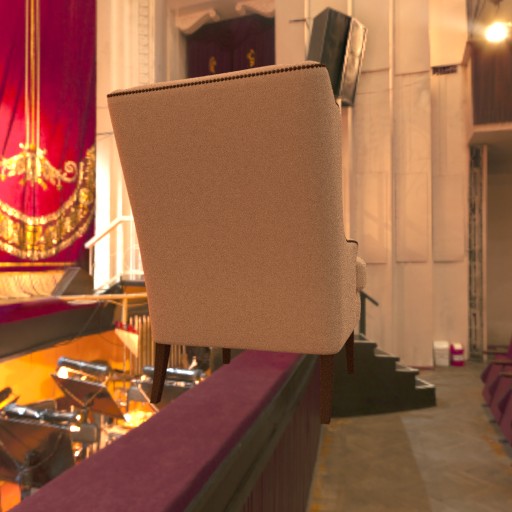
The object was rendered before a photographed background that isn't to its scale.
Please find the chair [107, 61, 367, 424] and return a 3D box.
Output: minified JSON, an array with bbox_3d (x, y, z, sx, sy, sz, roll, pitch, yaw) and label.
[{"bbox_3d":[0.000,0.000,1.663,0.737,1.029,0.940,0,-1,19],"label":"chair"}]
